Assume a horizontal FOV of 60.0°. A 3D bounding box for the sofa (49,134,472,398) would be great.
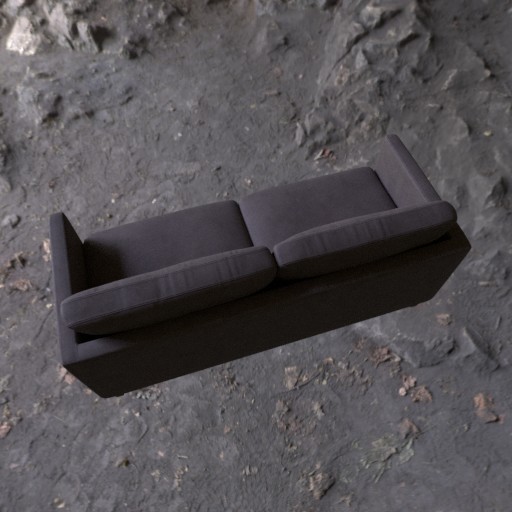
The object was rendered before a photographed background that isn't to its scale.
[{"bbox_3d":[0.000,0.000,2.683,2.208,0.965,0.951,-15,60,-9],"label":"sofa"}]
